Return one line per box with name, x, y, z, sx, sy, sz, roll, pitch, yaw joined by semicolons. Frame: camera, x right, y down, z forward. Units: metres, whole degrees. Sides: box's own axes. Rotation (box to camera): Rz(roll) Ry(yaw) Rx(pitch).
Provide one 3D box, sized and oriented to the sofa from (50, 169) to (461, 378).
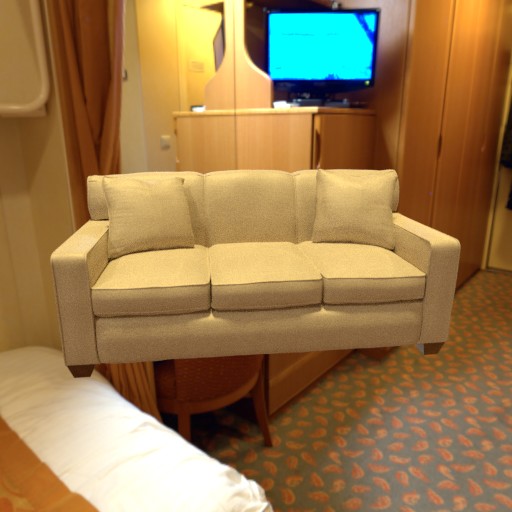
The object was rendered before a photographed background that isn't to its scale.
sofa;0.000;0.000;2.609;2.024;0.958;0.997;-2;17;-7
